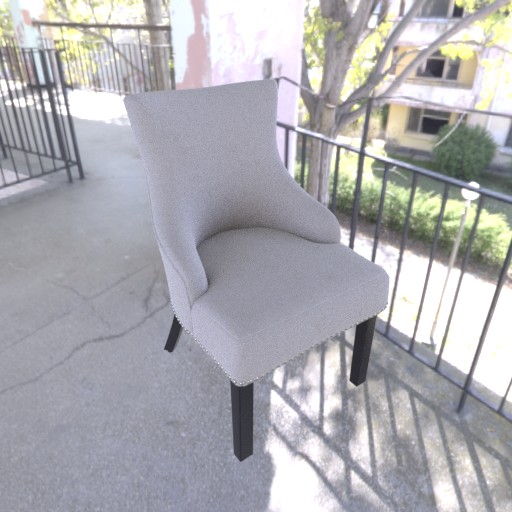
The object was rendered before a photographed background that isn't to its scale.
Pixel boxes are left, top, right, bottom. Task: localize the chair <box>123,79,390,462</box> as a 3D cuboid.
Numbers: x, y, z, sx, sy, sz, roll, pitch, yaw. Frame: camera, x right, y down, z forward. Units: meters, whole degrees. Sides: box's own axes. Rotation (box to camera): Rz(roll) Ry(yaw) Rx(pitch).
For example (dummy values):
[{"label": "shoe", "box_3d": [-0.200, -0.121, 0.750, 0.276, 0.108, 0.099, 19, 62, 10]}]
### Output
[{"label": "chair", "box_3d": [0.000, 0.000, 1.332, 0.566, 0.909, 0.629, -20, 35, -31]}]
